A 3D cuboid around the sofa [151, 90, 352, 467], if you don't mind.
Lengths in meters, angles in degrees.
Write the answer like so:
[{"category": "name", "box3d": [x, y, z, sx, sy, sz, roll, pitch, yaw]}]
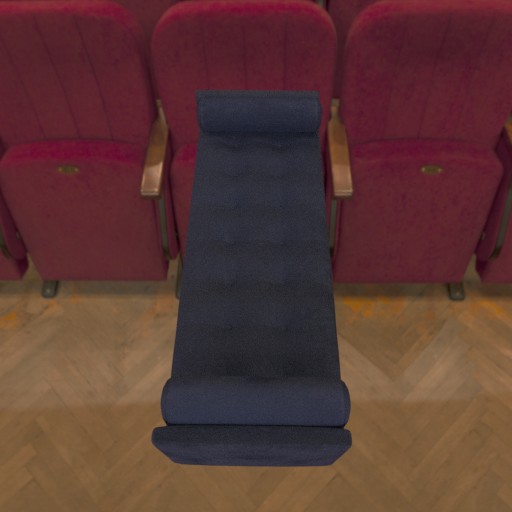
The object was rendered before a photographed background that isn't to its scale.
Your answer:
[{"category": "sofa", "box3d": [0.000, 0.000, 2.480, 0.796, 0.705, 2.102, 1, 58, 0]}]
